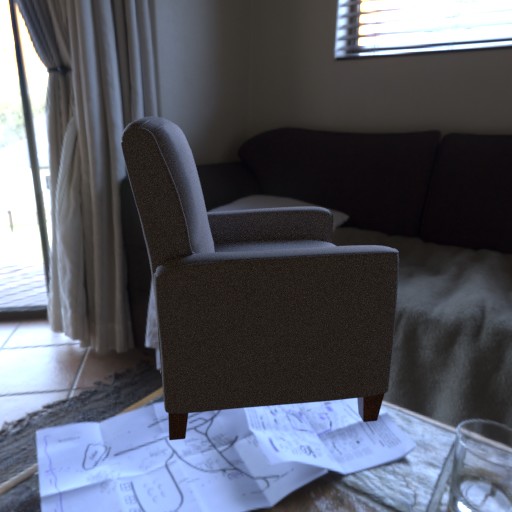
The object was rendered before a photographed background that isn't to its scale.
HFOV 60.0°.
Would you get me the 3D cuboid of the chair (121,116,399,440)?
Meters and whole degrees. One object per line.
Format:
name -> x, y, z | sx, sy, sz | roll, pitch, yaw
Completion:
chair -> 0.000, 0.000, 1.717 | 0.859, 1.023, 0.845 | -2, 16, -8
